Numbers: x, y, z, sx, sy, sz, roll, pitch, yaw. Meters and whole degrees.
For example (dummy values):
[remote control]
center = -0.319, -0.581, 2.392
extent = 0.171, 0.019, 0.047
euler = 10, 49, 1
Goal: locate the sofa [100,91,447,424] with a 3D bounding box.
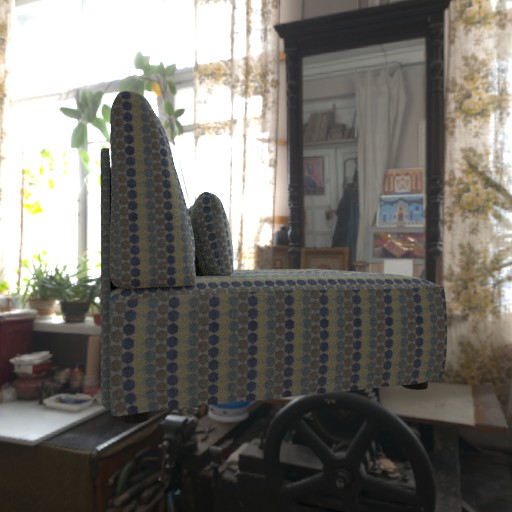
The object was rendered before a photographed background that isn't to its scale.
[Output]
[sofa]
center = 0.000, 0.000, 1.530
extent = 1.000, 0.820, 0.700
euler = 0, 0, -18
